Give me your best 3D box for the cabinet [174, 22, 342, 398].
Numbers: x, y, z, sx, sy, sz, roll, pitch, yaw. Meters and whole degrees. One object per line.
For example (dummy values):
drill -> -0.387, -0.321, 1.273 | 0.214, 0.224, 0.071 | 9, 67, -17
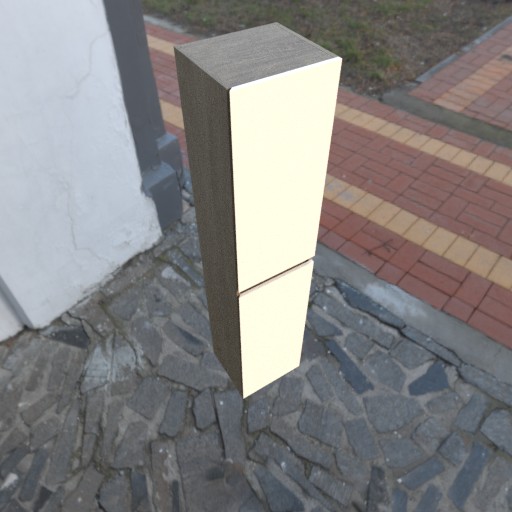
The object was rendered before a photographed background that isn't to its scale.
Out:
cabinet -> 0.000, 0.000, 1.554 | 0.300, 1.400, 0.270 | -25, 51, -21
